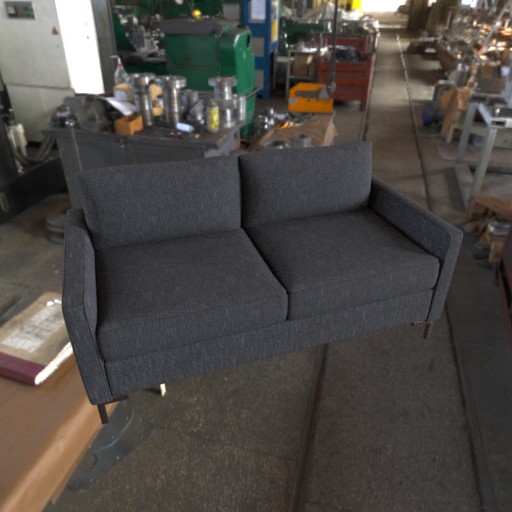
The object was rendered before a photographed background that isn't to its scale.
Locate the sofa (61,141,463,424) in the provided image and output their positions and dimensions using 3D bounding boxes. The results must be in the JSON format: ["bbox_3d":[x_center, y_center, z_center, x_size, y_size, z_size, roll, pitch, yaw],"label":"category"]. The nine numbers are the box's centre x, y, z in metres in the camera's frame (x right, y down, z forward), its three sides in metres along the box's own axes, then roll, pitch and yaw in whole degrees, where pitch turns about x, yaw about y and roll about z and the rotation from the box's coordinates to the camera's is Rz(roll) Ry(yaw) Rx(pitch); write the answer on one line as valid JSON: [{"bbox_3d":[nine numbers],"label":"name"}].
[{"bbox_3d":[0.000,0.000,2.171,1.716,0.862,0.866,-10,33,-16],"label":"sofa"}]
